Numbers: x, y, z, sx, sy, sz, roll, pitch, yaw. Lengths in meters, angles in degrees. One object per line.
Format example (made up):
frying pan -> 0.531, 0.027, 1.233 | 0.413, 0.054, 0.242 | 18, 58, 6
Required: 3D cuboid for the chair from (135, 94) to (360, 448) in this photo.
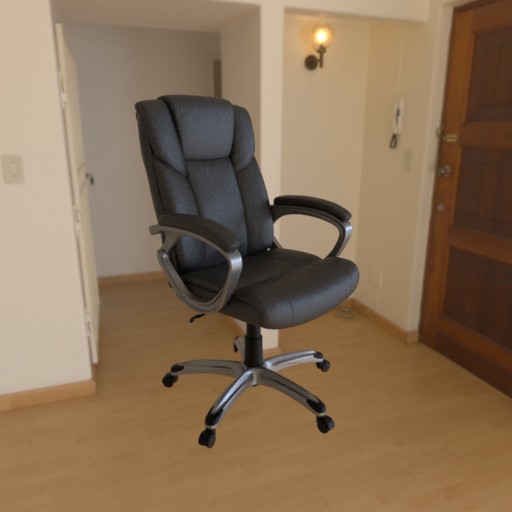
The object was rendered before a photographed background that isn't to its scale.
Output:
chair -> 0.000, 0.000, 1.607 | 0.719, 1.130, 0.721 | 15, 21, 42
